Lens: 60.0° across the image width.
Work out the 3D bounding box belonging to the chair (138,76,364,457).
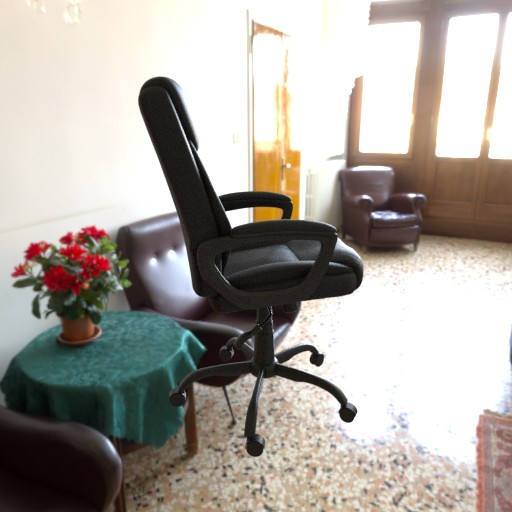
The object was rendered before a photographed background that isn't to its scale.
[{"bbox_3d":[0.000,0.000,1.463,0.655,1.072,0.615,-3,17,-9],"label":"chair"}]
